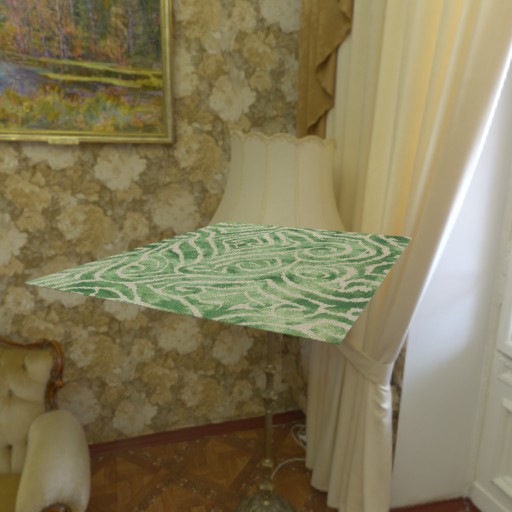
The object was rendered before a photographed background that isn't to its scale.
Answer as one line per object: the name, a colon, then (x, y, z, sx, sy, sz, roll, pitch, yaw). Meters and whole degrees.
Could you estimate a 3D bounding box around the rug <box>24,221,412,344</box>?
rug: (0.000, 0.000, 4.170, 2.436, 0.007, 3.045, 7, 16, 25)
